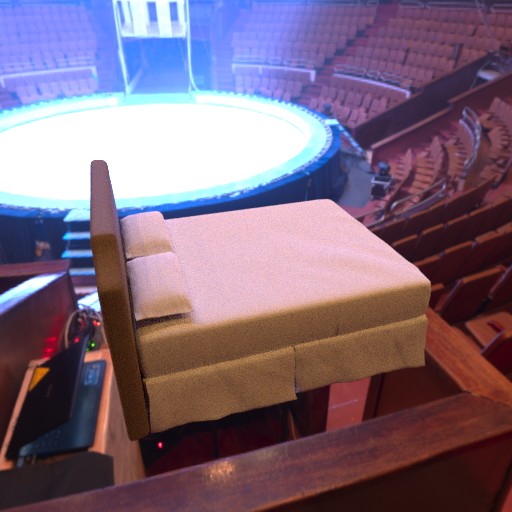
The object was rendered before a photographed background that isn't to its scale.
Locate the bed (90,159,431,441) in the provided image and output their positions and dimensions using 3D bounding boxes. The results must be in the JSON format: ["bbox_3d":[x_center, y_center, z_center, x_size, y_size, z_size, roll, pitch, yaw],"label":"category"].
[{"bbox_3d":[0.000,0.000,3.266,2.116,1.290,1.693,-9,31,-16],"label":"bed"}]
